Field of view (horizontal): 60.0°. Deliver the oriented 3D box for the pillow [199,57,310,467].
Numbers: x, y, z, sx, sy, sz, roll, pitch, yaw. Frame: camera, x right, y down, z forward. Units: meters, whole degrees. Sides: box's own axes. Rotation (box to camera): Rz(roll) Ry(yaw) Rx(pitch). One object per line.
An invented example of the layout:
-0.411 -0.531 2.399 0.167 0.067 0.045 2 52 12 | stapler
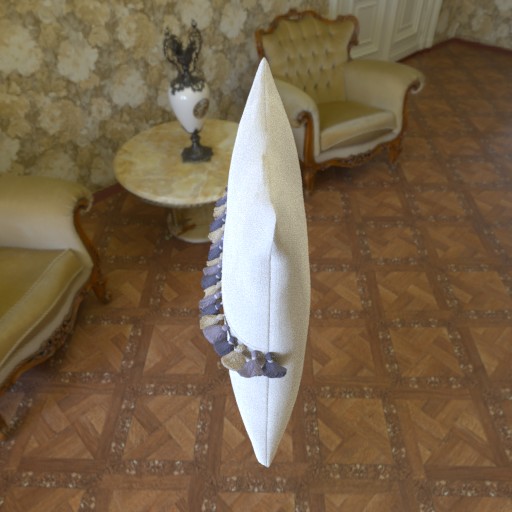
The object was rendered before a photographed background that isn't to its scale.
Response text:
0.000 0.000 0.726 0.165 0.481 0.489 0 41 0 | pillow
